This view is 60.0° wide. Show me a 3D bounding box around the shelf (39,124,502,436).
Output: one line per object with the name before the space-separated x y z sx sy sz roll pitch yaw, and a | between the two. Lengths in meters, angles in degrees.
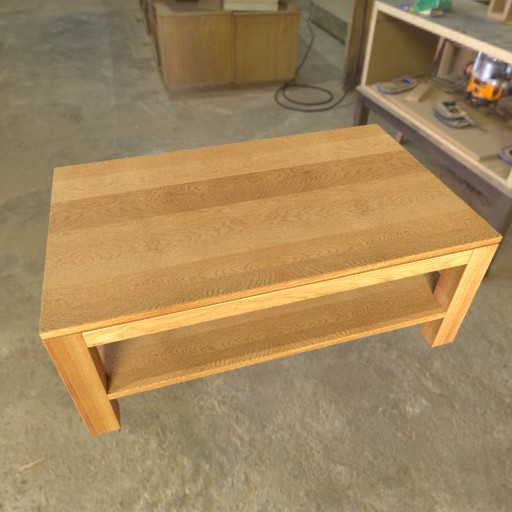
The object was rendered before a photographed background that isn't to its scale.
shelf | 0.000 0.000 1.447 1.150 0.450 0.700 -11 43 -12
